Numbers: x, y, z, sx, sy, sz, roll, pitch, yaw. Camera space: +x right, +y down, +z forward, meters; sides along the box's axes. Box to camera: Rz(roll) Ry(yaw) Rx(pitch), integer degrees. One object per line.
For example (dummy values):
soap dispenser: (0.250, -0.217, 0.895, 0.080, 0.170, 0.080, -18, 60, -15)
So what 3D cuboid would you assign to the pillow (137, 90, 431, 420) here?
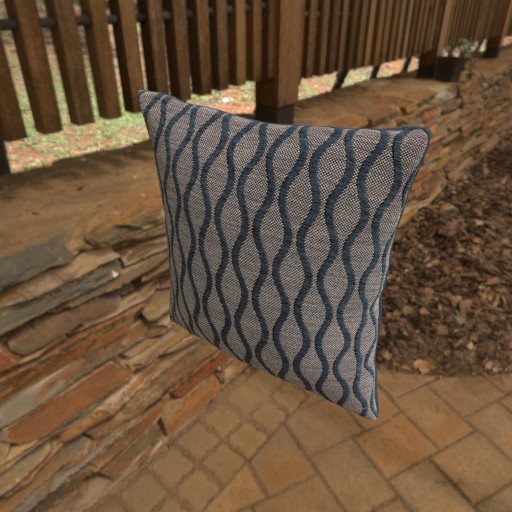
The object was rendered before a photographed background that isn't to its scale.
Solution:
pillow: (0.000, 0.000, 0.659, 0.435, 0.435, 0.159, 19, 35, 29)
